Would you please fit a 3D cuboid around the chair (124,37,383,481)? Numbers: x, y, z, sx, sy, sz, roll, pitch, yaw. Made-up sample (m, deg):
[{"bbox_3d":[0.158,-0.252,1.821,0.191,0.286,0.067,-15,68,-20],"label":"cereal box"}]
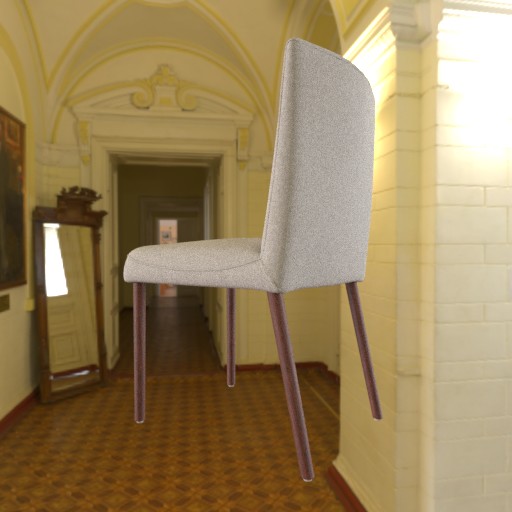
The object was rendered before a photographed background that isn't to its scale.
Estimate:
[{"bbox_3d":[0.000,0.000,1.157,0.570,0.859,0.456,0,1,36],"label":"chair"}]
